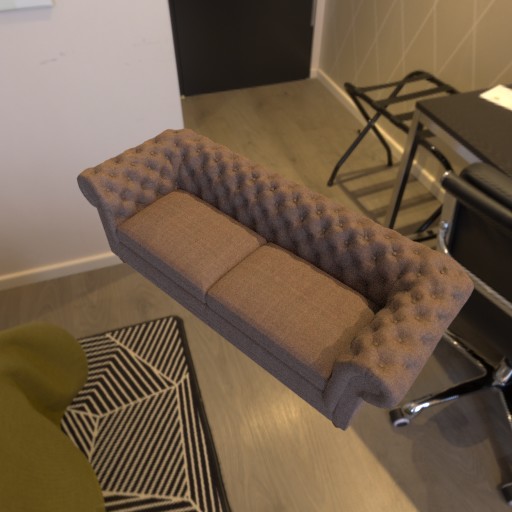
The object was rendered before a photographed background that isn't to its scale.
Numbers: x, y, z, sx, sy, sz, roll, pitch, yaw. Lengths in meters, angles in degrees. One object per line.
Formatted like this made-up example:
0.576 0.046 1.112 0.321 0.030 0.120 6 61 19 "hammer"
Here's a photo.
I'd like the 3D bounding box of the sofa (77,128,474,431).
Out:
0.000 0.000 2.836 2.385 0.787 0.944 32 54 27 "sofa"
